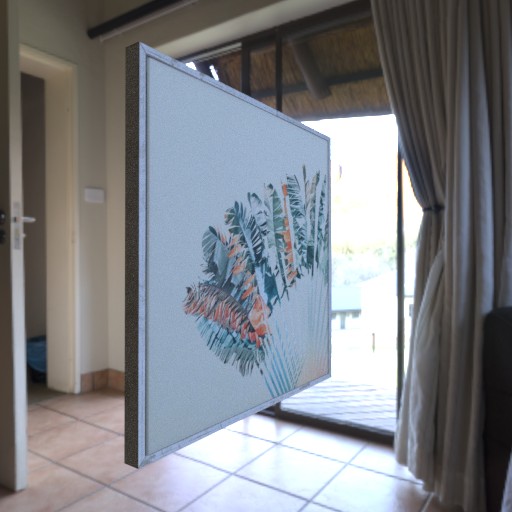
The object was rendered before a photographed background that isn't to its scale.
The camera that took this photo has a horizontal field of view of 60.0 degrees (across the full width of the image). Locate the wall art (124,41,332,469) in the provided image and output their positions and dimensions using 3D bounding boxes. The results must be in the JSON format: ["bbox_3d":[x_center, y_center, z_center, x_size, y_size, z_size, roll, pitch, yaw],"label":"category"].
[{"bbox_3d":[0.000,0.000,1.104,0.038,0.757,0.760,0,-1,36],"label":"wall art"}]
